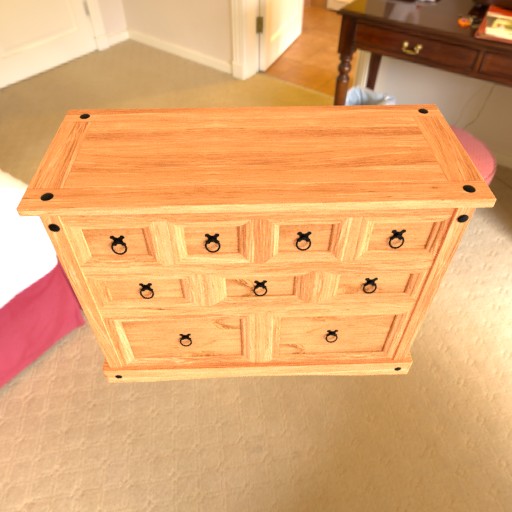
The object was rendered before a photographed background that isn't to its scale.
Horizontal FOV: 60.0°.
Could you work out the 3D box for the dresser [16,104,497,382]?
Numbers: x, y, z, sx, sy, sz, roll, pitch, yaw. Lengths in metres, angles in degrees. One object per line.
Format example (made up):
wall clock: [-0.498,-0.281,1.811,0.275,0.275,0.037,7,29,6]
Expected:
dresser: [0.000,0.000,1.317,0.990,0.740,0.410,-1,46,-1]
